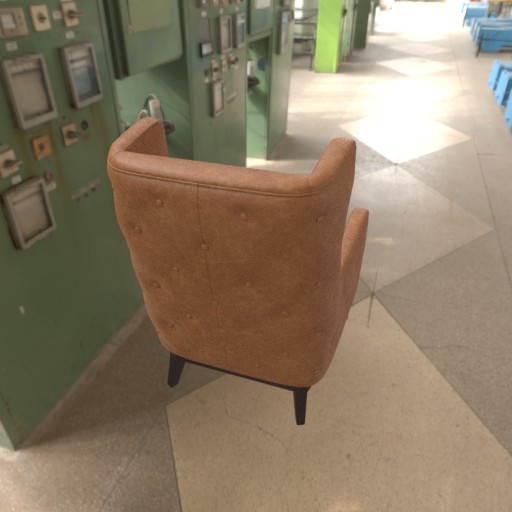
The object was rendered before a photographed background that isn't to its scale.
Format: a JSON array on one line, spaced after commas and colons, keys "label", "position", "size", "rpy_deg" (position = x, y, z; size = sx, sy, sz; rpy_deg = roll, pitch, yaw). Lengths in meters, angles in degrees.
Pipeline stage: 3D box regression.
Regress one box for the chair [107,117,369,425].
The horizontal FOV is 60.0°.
[{"label": "chair", "position": [0.000, 0.000, 1.723], "size": [0.766, 1.079, 0.899], "rpy_deg": [11, 34, 16]}]
